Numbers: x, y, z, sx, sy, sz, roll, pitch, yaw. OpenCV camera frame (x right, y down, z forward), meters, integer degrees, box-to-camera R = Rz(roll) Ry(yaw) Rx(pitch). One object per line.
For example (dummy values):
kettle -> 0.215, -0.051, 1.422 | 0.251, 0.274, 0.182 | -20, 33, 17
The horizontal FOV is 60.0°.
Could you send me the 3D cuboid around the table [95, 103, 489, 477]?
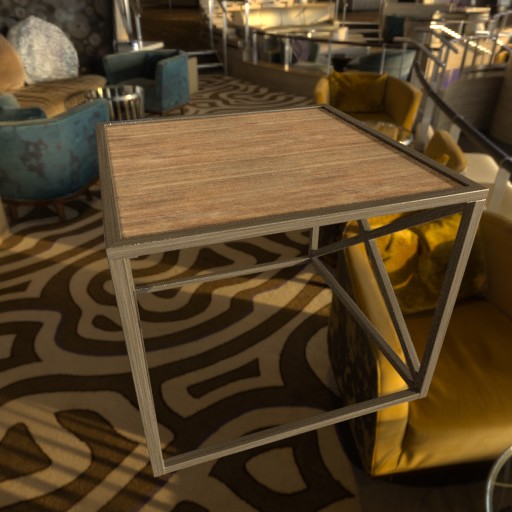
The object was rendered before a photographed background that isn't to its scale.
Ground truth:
table -> 0.000, 0.000, 1.030 | 0.609, 0.507, 0.611 | -10, 34, -15
